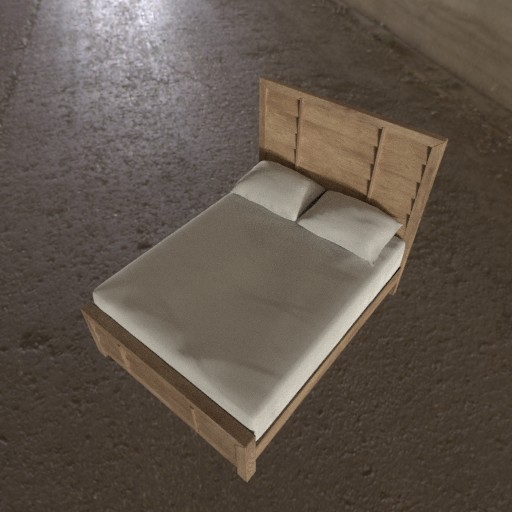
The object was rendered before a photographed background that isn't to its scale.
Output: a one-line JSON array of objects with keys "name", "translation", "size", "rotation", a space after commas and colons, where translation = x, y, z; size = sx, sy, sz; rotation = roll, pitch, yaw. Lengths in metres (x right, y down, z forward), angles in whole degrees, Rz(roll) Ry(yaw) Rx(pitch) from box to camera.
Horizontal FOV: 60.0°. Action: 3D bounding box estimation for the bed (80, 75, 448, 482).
[{"name": "bed", "translation": [0.000, 0.000, 3.384], "size": [1.626, 1.626, 2.197], "rotation": [30, 52, 27]}]
